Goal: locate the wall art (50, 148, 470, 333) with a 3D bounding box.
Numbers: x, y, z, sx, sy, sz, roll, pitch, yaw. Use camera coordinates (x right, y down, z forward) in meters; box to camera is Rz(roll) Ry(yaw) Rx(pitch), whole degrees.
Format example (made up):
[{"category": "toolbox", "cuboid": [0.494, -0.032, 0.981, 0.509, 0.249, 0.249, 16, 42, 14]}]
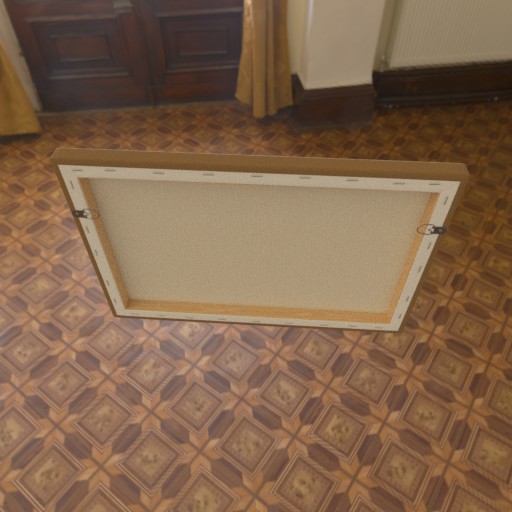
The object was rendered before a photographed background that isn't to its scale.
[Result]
[{"category": "wall art", "cuboid": [0.000, 0.000, 0.496, 0.380, 0.254, 0.019, 3, 47, 3]}]
